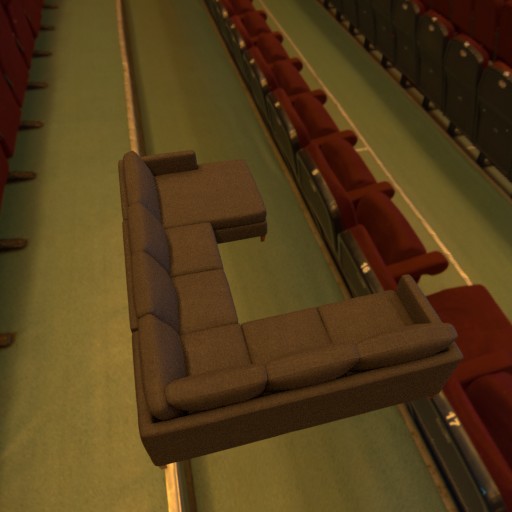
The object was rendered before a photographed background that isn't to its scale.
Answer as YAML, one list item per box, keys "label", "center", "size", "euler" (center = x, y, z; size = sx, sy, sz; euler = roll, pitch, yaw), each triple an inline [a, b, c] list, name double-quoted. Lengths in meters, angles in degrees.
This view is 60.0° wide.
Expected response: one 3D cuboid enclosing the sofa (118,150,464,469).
- label: "sofa"
  center: [0.000, 0.000, 4.617]
  size: [2.594, 0.961, 3.460]
  euler: [-11, 48, -10]
